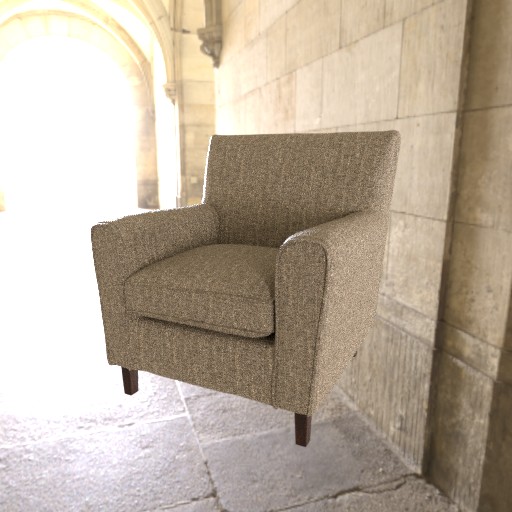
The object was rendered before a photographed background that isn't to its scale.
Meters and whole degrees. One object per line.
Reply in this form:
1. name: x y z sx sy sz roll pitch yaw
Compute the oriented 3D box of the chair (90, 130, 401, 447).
1. chair: 0.000 0.000 1.656 0.864 0.928 0.873 6 14 25
